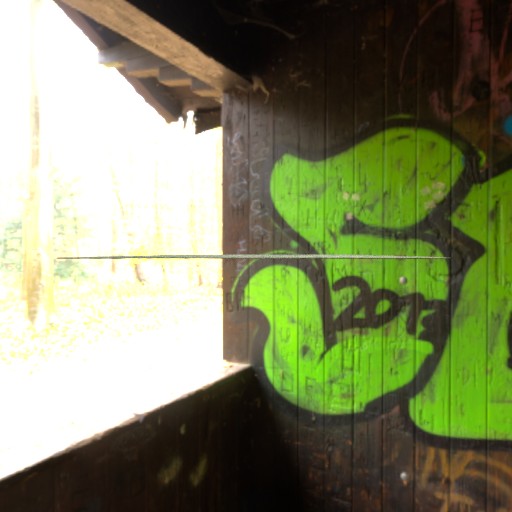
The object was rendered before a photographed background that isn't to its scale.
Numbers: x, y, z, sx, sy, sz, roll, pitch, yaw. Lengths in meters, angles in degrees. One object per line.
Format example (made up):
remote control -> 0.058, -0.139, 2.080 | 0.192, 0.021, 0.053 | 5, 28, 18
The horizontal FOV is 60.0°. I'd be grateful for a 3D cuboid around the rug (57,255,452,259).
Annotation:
rug -> 0.000, 0.000, 4.245 | 2.436, 0.007, 3.045 | 0, 1, 1
